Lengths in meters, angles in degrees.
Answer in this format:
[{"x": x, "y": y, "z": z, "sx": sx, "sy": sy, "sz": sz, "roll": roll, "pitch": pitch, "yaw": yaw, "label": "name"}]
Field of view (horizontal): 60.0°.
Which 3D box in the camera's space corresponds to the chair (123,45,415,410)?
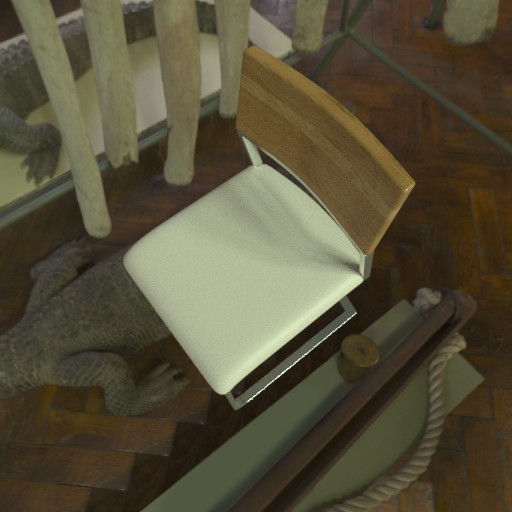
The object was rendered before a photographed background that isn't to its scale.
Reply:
[{"x": 0.000, "y": 0.000, "z": 1.186, "sx": 0.585, "sy": 0.844, "sz": 0.467, "roll": -35, "pitch": 68, "yaw": -16, "label": "chair"}]
